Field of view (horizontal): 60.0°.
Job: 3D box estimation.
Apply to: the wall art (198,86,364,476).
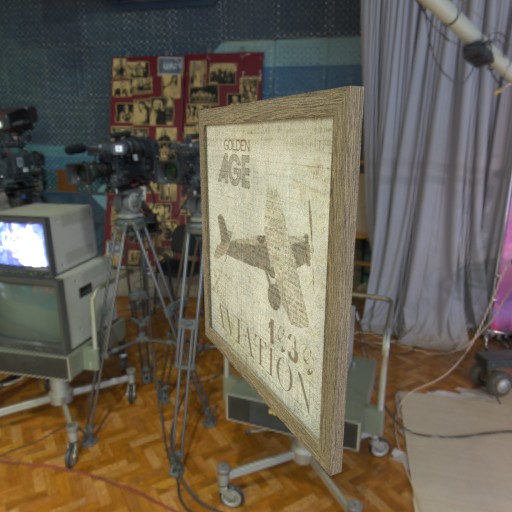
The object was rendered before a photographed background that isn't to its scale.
[{"bbox_3d":[0.000,0.000,0.774,0.019,0.508,0.508,-7,16,-25],"label":"wall art"}]
